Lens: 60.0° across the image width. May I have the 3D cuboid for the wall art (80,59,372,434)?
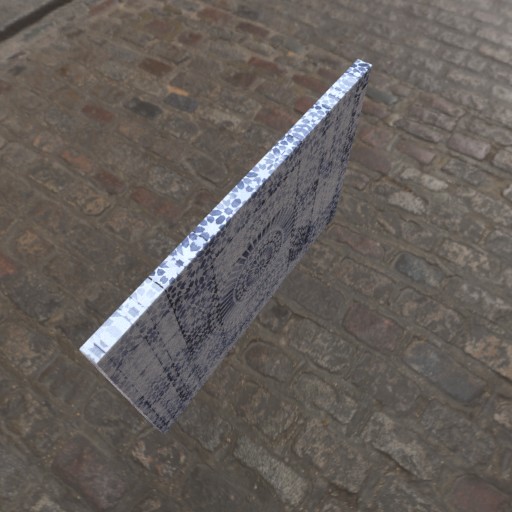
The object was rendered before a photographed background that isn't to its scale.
[{"bbox_3d":[0.000,0.000,0.764,0.030,0.406,0.608,31,63,18],"label":"wall art"}]
